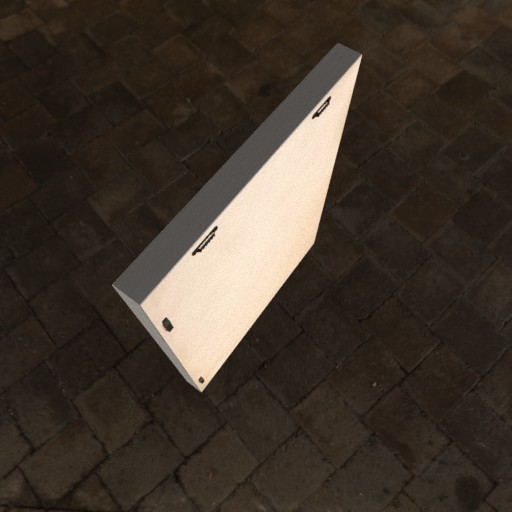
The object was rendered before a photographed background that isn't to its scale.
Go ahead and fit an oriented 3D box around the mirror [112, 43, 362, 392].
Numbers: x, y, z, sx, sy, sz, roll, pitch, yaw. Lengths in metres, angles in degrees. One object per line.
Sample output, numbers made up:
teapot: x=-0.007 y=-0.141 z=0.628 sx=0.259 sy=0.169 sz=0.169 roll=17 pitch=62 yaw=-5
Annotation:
mirror: x=0.000 y=0.000 z=0.710 sx=0.041 sy=0.508 sz=0.405 roll=33 pitch=69 yaw=15
